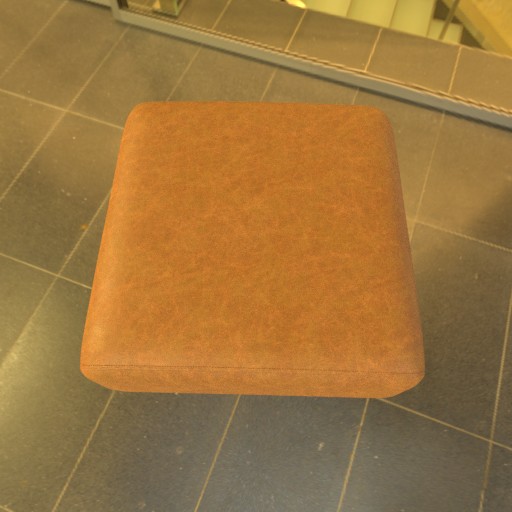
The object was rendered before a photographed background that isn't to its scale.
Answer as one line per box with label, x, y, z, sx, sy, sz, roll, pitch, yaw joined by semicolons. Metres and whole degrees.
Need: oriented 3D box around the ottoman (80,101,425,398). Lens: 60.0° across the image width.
ottoman;0.000;0.000;1.065;0.650;0.399;0.650;1;65;1
